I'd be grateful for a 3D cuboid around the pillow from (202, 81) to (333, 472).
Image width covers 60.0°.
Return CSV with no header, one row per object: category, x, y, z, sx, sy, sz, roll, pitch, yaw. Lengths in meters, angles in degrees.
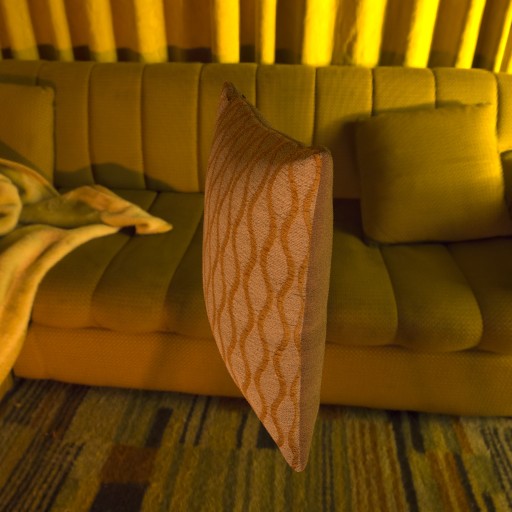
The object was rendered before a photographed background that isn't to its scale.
pillow,0.000,0.000,0.661,0.159,0.436,0.429,-8,31,-13
